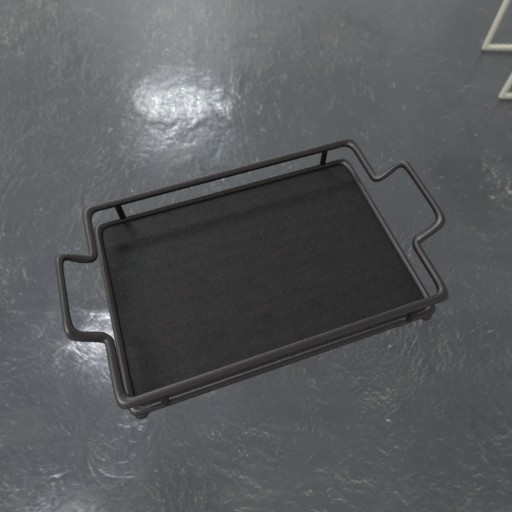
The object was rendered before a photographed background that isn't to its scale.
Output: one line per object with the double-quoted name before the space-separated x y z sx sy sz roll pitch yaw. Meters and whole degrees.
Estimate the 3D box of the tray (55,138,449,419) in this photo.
"tray" 0.000 0.000 0.605 0.495 0.101 0.297 -17 61 -10
